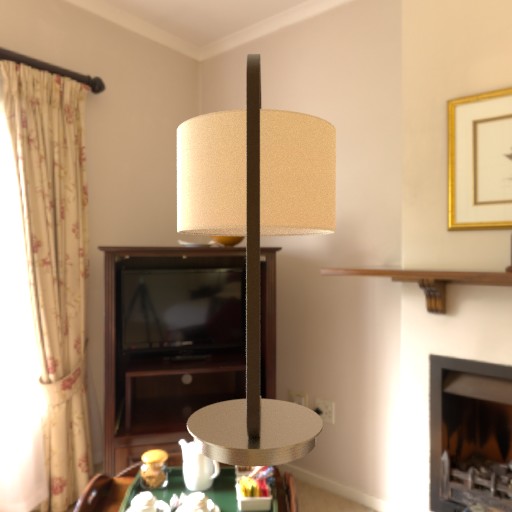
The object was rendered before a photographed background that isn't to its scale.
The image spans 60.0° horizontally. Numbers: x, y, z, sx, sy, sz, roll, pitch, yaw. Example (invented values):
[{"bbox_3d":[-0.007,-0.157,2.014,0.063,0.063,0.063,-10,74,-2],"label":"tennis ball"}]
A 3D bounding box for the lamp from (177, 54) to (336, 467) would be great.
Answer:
[{"bbox_3d":[0.000,0.000,0.622,0.230,0.473,0.288,0,0,1],"label":"lamp"}]
